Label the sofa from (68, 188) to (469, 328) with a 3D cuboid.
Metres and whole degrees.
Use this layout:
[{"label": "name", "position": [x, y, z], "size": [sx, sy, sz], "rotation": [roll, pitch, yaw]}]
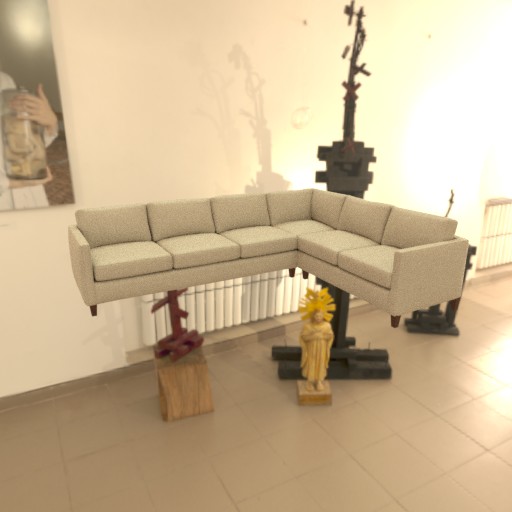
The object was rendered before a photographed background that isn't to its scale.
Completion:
[{"label": "sofa", "position": [0.000, 0.000, 4.561], "size": [3.333, 0.934, 2.522], "rotation": [-9, 19, -27]}]
